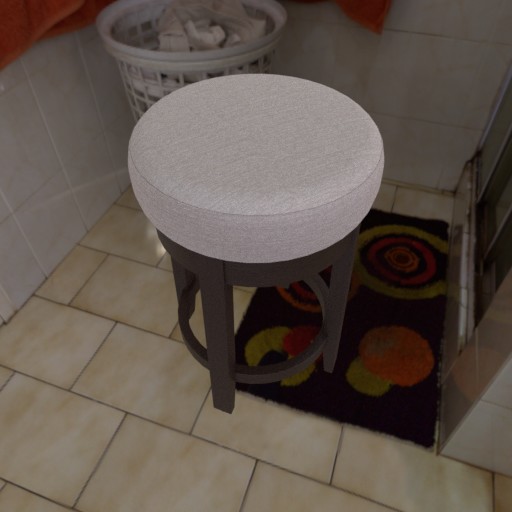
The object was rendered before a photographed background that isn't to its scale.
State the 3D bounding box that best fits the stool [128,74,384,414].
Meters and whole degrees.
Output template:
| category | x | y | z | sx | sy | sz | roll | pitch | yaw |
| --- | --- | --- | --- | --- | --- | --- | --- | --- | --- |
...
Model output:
| category | x | y | z | sx | sy | sz | roll | pitch | yaw |
| --- | --- | --- | --- | --- | --- | --- | --- | --- | --- |
| stool | 0.000 | 0.000 | 0.978 | 0.443 | 0.672 | 0.443 | 0 | 47 | 0 |
